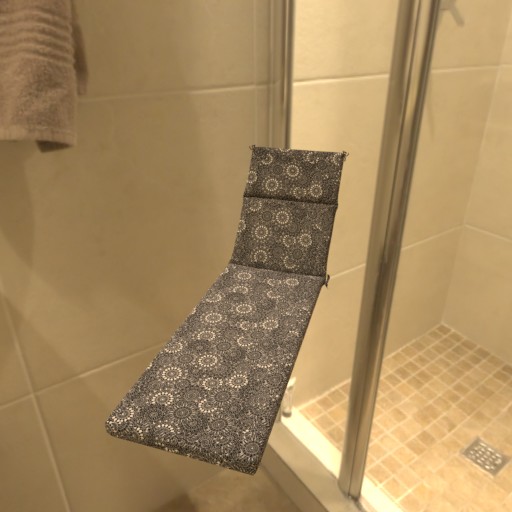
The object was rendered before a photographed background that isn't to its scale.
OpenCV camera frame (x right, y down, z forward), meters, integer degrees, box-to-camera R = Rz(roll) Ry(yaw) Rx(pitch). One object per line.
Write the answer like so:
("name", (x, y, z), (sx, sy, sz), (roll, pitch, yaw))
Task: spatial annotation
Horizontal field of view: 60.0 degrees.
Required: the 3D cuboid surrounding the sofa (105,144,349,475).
("sofa", (0.000, 0.000, 1.952), (0.582, 0.622, 1.663), (8, 28, 15))
